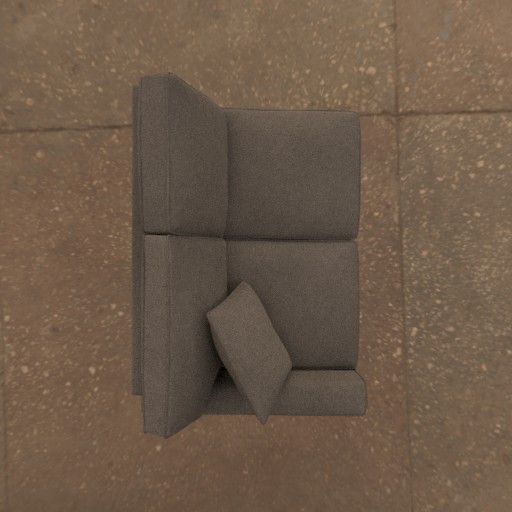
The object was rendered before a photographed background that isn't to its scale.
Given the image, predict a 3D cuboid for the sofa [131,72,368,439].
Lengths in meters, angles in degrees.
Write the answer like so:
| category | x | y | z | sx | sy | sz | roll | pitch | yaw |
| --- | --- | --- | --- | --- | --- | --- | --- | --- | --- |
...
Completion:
| category | x | y | z | sx | sy | sz | roll | pitch | yaw |
| --- | --- | --- | --- | --- | --- | --- | --- | --- | --- |
| sofa | 0.000 | 0.000 | 2.064 | 0.991 | 0.989 | 1.388 | 0 | 89 | 0 |
